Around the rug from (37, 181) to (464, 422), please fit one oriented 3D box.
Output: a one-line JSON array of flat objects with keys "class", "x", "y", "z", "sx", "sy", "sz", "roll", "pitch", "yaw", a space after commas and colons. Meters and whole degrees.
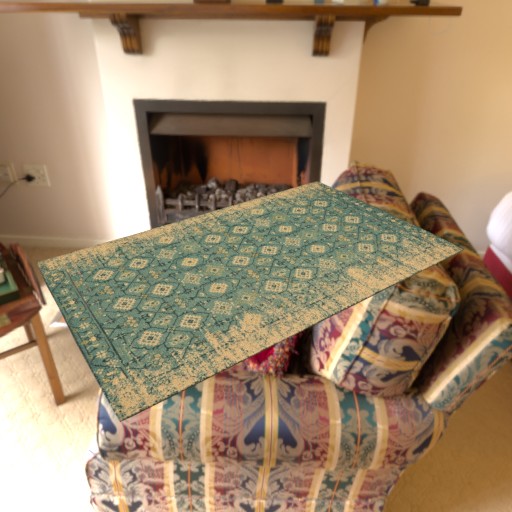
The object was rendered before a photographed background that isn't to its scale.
[{"class": "rug", "x": 0.000, "y": 0.000, "z": 2.162, "sx": 1.795, "sy": 0.008, "sz": 1.102, "roll": -20, "pitch": 37, "yaw": -29}]
